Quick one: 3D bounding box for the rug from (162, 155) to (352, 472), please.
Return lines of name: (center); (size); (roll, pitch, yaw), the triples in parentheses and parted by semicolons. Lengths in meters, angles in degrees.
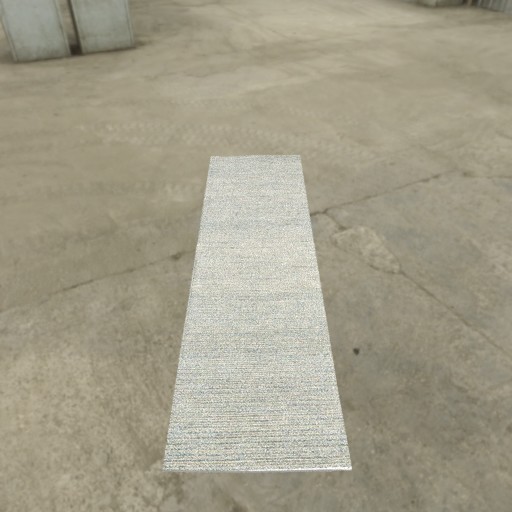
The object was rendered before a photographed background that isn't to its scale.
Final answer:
rug: (0.000, 0.000, 2.452); (0.675, 0.037, 2.341); (0, 41, 0)
